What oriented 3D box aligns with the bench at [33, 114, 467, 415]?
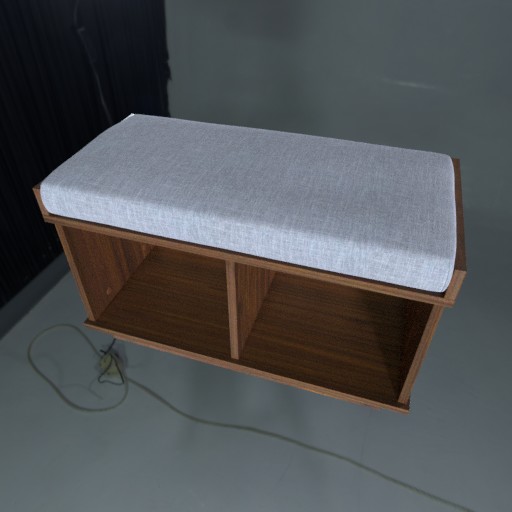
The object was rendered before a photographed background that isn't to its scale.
[{"bbox_3d":[0.000,0.000,0.964,0.734,0.461,0.362,12,42,13],"label":"bench"}]
